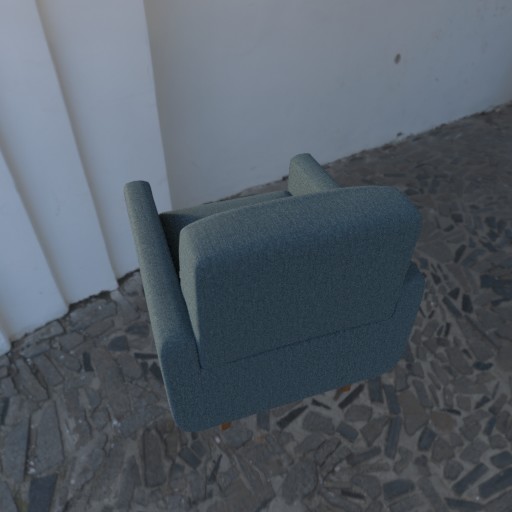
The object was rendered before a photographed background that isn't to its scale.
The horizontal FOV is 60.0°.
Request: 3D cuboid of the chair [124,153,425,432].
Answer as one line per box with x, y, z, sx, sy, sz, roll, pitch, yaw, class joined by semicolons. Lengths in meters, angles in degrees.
0.000;0.000;1.729;0.880;0.940;0.964;-12;42;-14;chair
